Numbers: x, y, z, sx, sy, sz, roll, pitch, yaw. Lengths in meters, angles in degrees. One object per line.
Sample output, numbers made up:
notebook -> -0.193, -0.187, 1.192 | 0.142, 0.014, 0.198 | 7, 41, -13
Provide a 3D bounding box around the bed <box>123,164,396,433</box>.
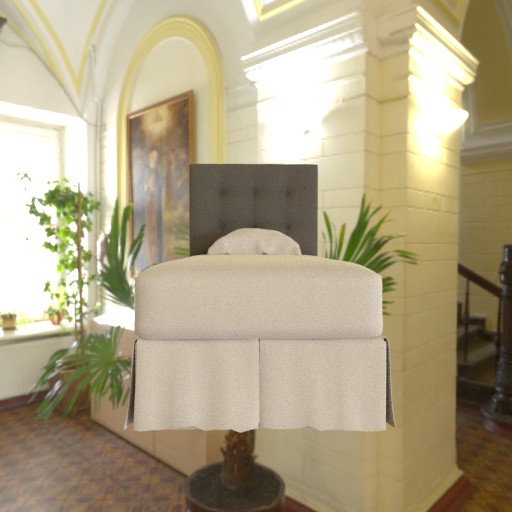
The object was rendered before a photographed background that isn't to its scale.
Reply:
bed -> 0.000, 0.000, 2.984 | 1.261, 1.571, 1.997 | 0, 2, -1
